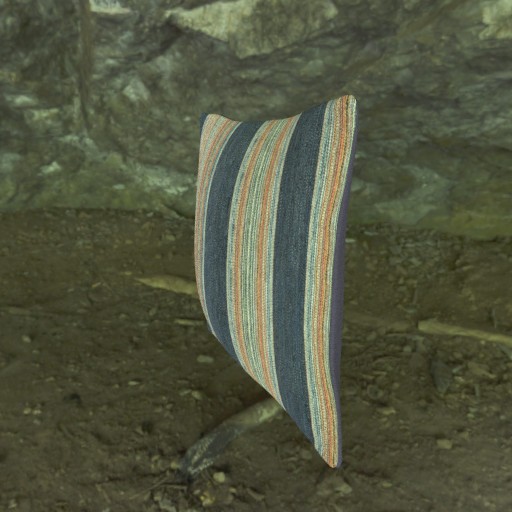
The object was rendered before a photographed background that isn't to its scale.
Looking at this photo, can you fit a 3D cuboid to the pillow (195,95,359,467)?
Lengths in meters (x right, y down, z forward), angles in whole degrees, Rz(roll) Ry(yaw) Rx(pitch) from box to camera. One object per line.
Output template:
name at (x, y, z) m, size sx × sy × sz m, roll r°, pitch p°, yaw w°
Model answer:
pillow at (0.000, 0.000, 0.651) m, size 0.136 × 0.419 × 0.437 m, roll -8°, pitch 17°, yaw -25°
